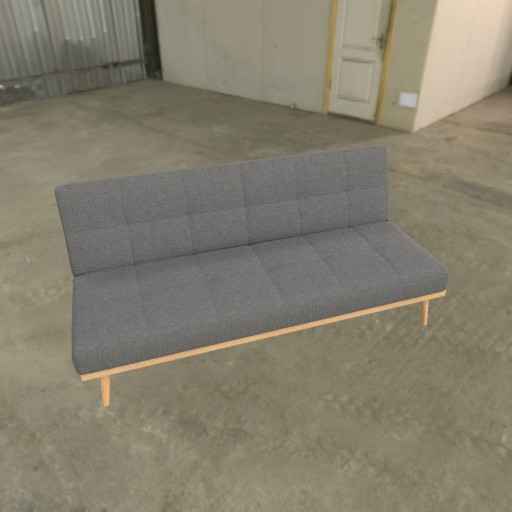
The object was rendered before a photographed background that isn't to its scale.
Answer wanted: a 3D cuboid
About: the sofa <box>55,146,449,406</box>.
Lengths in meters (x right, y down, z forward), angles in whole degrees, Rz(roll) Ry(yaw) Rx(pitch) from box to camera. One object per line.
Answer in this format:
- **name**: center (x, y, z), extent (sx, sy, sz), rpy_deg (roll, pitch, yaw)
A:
- **sofa**: center (0.000, 0.000, 2.272), extent (1.820, 0.770, 0.820), rpy_deg (-10, 35, -15)
